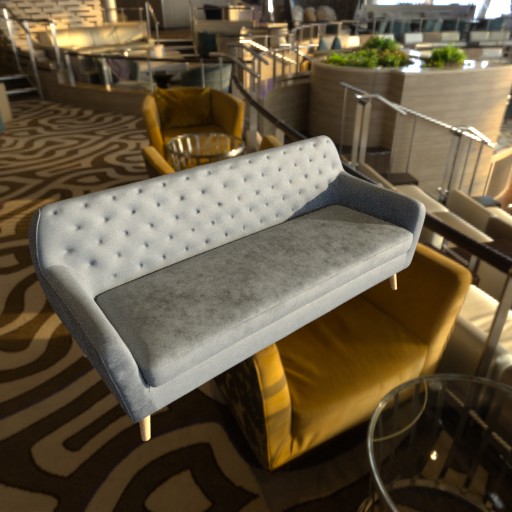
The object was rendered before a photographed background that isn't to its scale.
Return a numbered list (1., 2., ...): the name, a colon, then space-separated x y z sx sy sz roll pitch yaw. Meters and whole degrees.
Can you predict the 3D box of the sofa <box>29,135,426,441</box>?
1. sofa: 0.000 0.000 2.352 1.975 0.832 0.841 -23 37 -33
